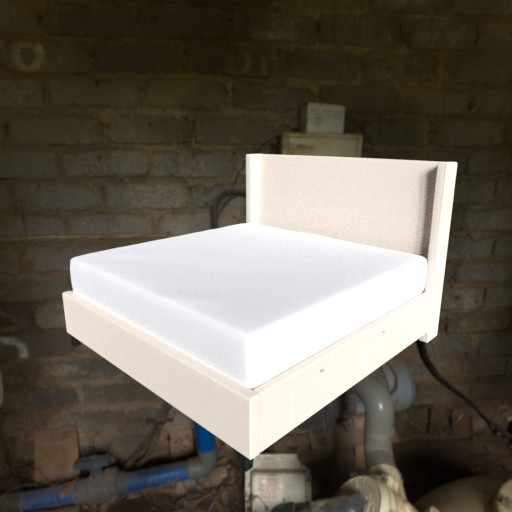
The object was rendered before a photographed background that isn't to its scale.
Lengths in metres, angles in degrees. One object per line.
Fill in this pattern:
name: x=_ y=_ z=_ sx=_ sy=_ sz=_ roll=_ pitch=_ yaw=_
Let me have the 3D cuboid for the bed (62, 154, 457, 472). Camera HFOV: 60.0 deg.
bed: x=0.000 y=0.000 z=3.546 sx=2.145 sy=1.471 sz=2.293 roll=15 pitch=21 yaw=42
